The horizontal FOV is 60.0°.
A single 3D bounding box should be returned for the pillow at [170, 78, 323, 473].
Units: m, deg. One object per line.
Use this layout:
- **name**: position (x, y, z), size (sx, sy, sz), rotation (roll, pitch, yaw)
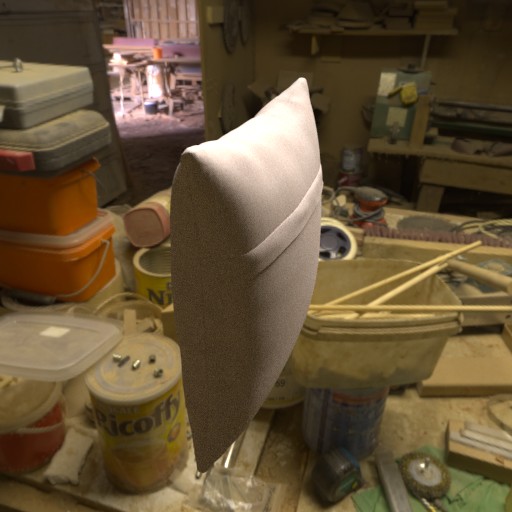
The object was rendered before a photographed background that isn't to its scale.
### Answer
- **pillow**: position (0.000, 0.000, 0.651), size (0.173, 0.436, 0.433), rotation (9, 31, 16)
